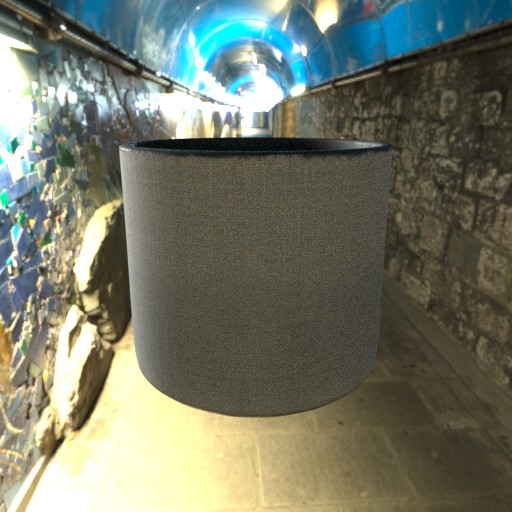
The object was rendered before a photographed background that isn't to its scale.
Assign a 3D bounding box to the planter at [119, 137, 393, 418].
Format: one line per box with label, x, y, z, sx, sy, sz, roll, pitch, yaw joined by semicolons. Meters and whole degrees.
planter;0.000;0.000;0.403;0.226;0.201;0.226;0;17;0
